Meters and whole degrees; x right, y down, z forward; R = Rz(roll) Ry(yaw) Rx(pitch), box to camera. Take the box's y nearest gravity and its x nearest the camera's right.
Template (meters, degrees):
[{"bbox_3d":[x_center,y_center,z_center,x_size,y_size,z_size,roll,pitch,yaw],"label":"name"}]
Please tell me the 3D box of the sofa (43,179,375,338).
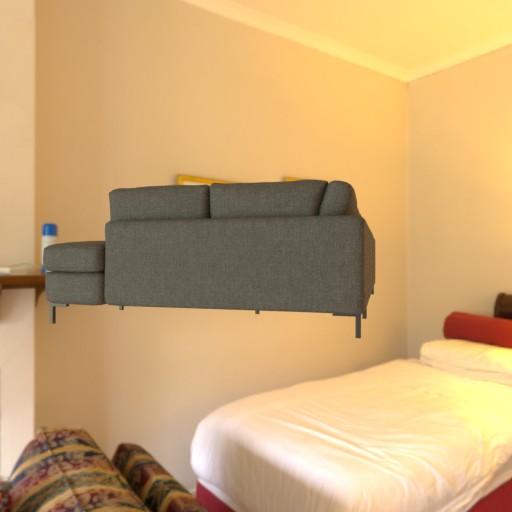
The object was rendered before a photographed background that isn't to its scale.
[{"bbox_3d":[0.000,0.000,3.902,1.984,0.858,2.972,0,0,16],"label":"sofa"}]
